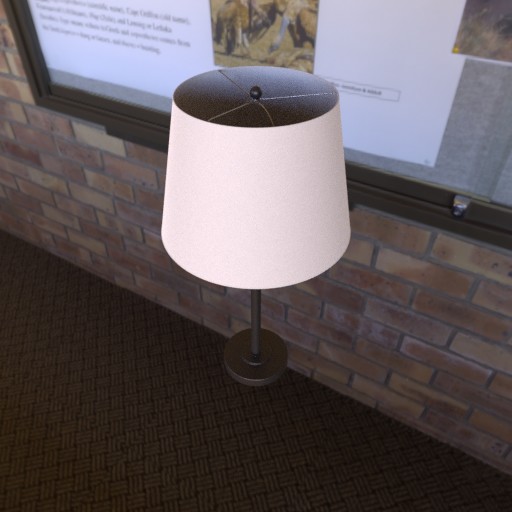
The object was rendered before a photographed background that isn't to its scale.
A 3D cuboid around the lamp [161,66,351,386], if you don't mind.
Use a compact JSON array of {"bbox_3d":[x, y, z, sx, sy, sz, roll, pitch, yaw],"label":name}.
[{"bbox_3d":[0.000,0.000,0.916,0.363,0.696,0.363,0,40,0],"label":"lamp"}]
